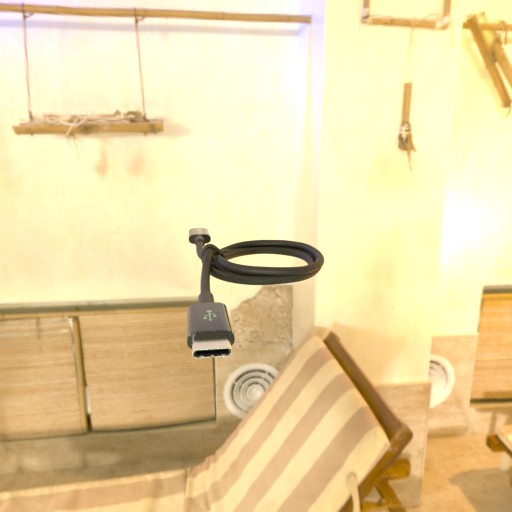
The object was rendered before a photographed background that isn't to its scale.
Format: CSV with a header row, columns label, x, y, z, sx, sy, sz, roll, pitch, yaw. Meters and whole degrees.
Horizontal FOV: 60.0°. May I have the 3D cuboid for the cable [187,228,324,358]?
label,x,y,z,sx,sy,sz,roll,pitch,yaw
cable,0.000,0.000,0.225,0.070,0.014,0.203,-2,13,-8
